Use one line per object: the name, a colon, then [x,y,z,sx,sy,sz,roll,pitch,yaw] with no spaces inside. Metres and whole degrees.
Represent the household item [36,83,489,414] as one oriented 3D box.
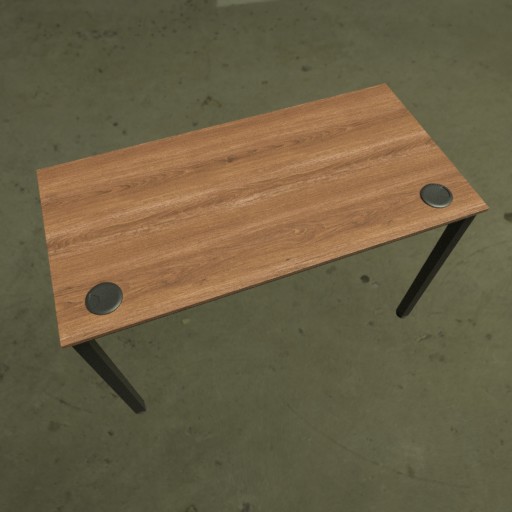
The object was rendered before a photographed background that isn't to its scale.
household item: [0.000,0.000,1.616,1.200,0.750,0.600,-17,59,-11]
